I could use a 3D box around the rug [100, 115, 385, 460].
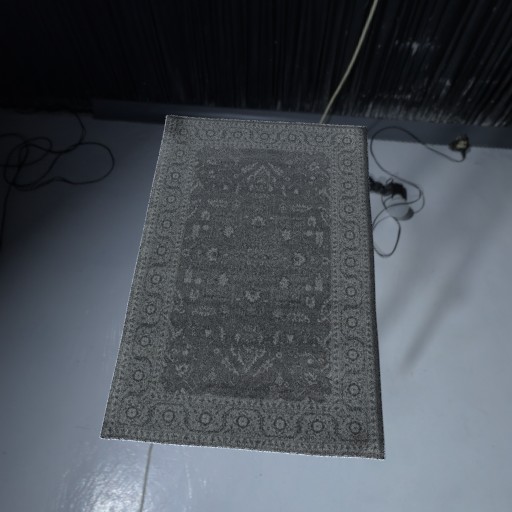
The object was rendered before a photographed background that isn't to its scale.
[{"bbox_3d":[0.000,0.000,2.267,1.209,0.019,1.828,4,64,2],"label":"rug"}]
